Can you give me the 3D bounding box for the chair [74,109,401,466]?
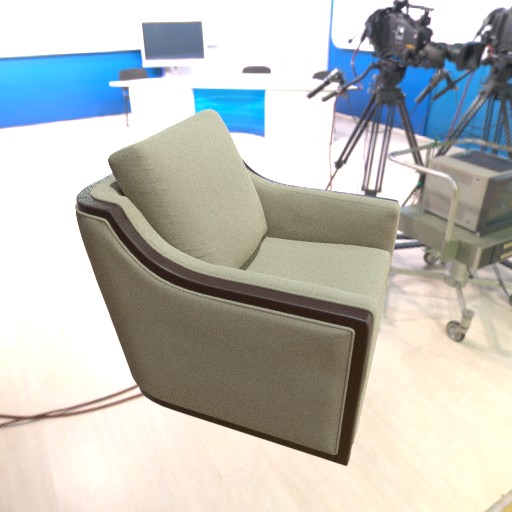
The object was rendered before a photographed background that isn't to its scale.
[{"bbox_3d":[0.000,0.000,1.653,0.950,0.930,0.870,11,32,18],"label":"chair"}]
